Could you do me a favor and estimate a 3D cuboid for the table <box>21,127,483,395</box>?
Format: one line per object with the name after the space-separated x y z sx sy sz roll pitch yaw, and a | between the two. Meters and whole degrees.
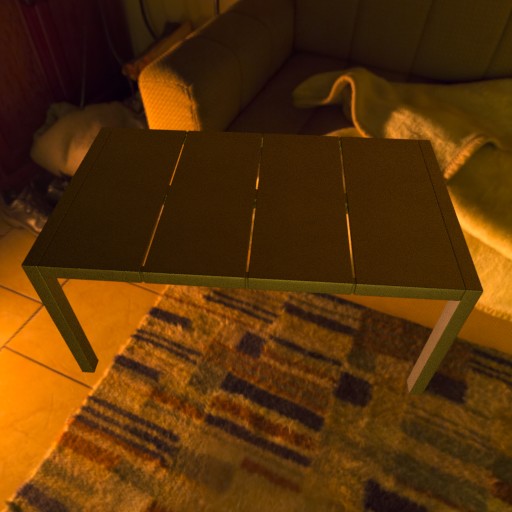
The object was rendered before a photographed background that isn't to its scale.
0.000 0.000 1.275 0.965 0.460 0.559 3 47 3 | table
